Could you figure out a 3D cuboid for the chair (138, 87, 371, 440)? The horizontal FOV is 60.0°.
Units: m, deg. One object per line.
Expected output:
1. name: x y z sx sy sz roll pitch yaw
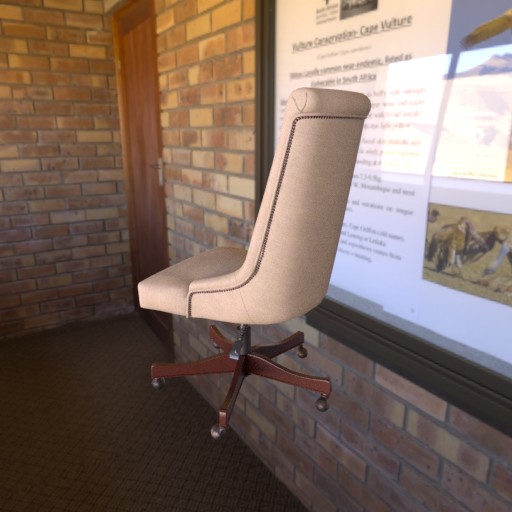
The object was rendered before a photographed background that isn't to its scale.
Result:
1. chair: 0.000 0.000 1.490 0.696 1.010 0.645 7 17 24
